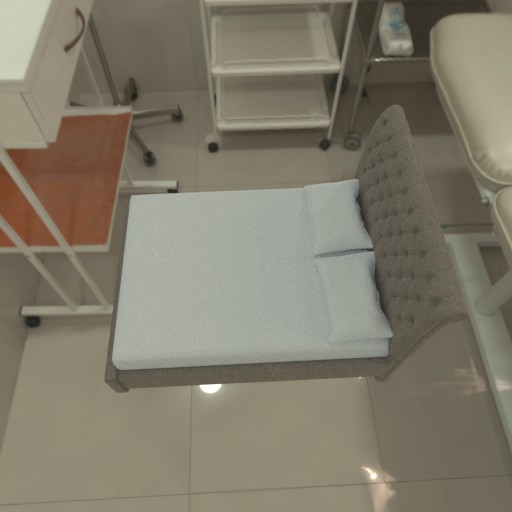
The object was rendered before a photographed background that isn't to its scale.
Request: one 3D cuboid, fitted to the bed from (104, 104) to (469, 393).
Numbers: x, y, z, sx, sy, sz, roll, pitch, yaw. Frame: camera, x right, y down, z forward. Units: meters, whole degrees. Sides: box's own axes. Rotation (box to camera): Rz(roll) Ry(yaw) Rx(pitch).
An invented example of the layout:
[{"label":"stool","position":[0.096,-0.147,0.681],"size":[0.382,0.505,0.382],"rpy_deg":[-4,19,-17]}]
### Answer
[{"label":"bed","position":[0.000,0.000,3.349],"size":[2.252,1.371,1.645],"rpy_deg":[-3,59,-2]}]
